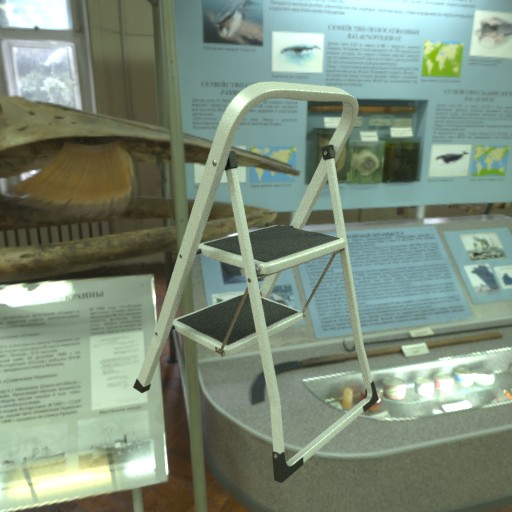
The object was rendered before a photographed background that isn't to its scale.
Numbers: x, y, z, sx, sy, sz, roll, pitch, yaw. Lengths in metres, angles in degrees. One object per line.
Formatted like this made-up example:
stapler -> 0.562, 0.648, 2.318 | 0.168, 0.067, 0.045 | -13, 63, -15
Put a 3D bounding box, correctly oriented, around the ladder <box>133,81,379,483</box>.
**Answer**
ladder -> 0.000, 0.000, 1.138 | 0.544, 0.810, 0.460 | 16, 23, 42
